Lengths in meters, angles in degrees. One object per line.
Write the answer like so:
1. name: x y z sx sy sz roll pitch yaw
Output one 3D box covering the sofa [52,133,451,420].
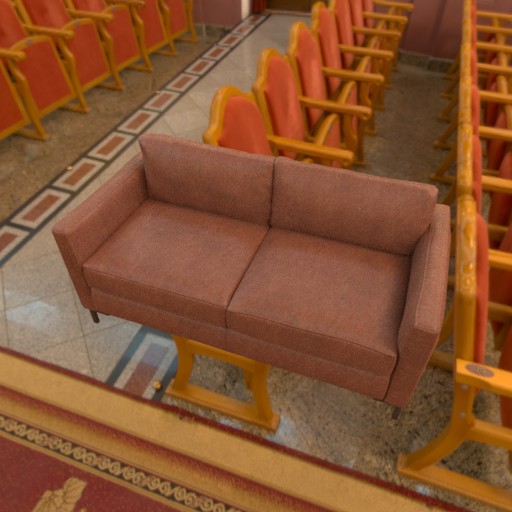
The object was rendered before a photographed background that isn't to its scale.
1. sofa: 0.000 0.000 2.296 1.797 0.883 0.899 14 44 15
